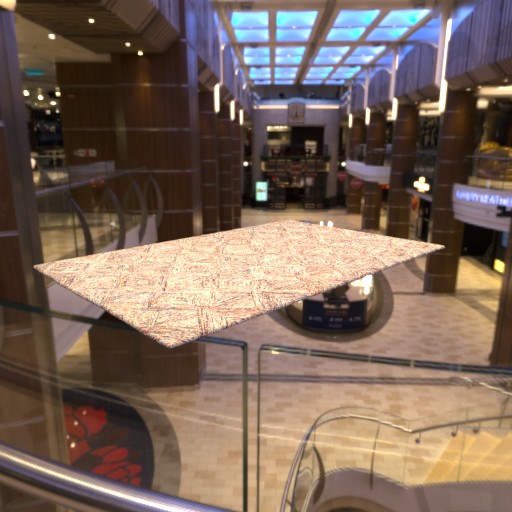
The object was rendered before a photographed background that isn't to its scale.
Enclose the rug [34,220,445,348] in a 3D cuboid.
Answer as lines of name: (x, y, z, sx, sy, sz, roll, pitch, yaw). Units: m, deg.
rug: (0.000, 0.000, 2.216, 1.761, 0.014, 1.143, -14, 20, -42)
